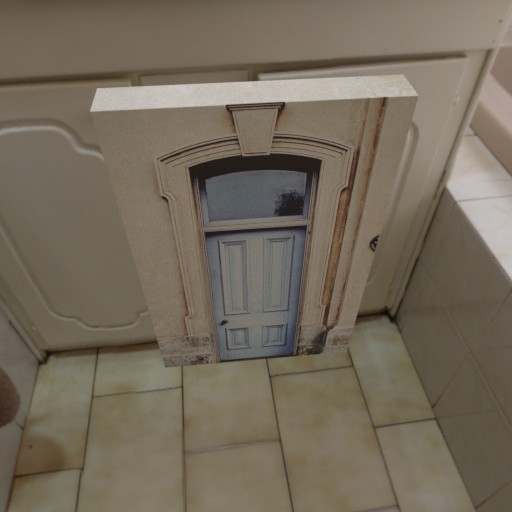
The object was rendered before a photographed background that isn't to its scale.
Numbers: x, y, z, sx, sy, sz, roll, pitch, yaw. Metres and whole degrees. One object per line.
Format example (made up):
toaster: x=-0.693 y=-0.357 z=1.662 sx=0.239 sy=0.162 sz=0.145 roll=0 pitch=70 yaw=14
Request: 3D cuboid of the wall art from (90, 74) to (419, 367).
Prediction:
wall art: x=0.000 y=0.000 z=0.492 sx=0.254 sy=0.381 sz=0.038 roll=-4 pitch=47 yaw=-4
